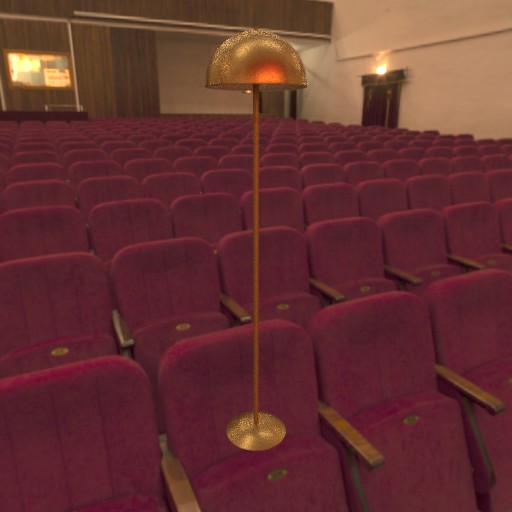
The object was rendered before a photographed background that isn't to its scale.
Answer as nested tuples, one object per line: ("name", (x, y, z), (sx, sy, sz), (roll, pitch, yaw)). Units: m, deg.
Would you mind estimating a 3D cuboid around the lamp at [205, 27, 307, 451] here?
("lamp", (0.000, 0.000, 1.590), (0.328, 1.480, 0.328), (-8, 19, -24))
